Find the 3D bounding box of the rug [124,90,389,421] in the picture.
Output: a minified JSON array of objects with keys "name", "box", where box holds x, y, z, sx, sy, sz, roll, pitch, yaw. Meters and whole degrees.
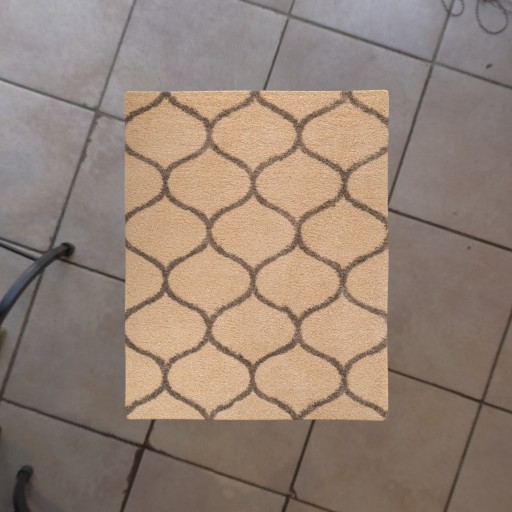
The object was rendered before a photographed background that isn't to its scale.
[{"name":"rug","box":[0.000,0.000,4.038,2.399,0.026,3.000,0,90,1]}]
